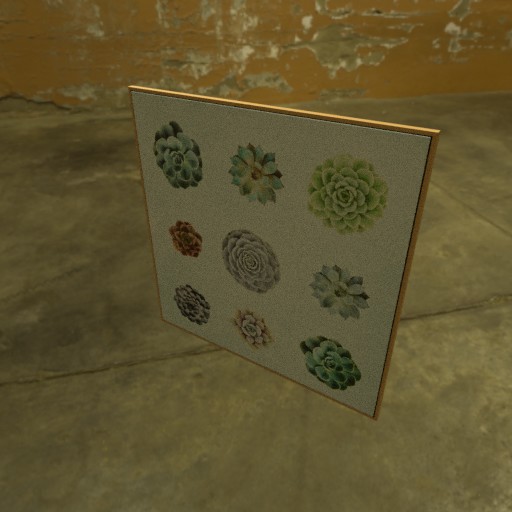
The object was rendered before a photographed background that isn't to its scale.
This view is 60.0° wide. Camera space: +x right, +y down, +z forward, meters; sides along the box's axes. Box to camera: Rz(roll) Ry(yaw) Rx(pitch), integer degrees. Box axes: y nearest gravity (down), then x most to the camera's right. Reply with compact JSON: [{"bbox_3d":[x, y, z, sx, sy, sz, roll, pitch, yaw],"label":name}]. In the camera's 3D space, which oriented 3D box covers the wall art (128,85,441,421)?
[{"bbox_3d":[0.000,0.000,0.990,0.657,0.655,0.014,18,36,27],"label":"wall art"}]
